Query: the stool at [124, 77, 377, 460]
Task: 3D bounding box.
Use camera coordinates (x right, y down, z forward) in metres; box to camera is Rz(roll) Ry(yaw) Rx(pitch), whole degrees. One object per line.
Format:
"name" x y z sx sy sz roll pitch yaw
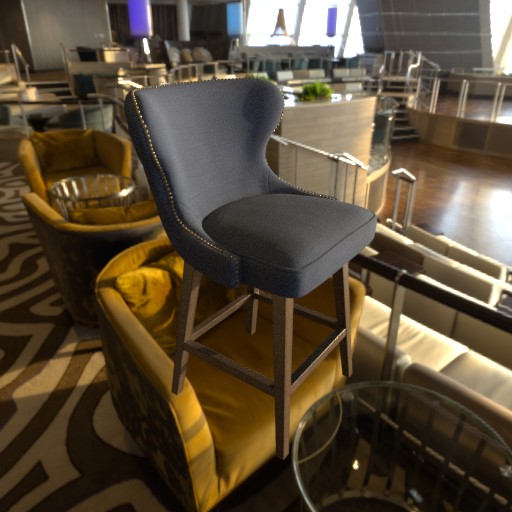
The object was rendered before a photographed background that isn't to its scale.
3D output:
"stool" 0.000 0.000 1.356 0.597 0.972 0.615 18 31 32
